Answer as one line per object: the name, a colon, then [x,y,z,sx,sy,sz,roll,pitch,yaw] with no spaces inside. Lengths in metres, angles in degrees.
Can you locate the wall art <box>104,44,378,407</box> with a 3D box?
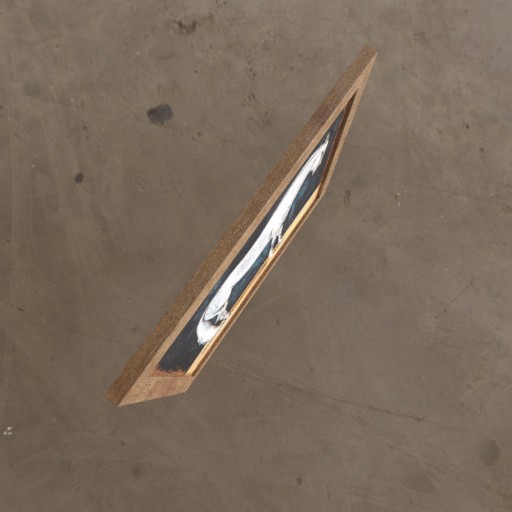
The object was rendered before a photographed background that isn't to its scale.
wall art: [0.000,0.000,0.956,0.026,0.588,0.690,34,77,9]
